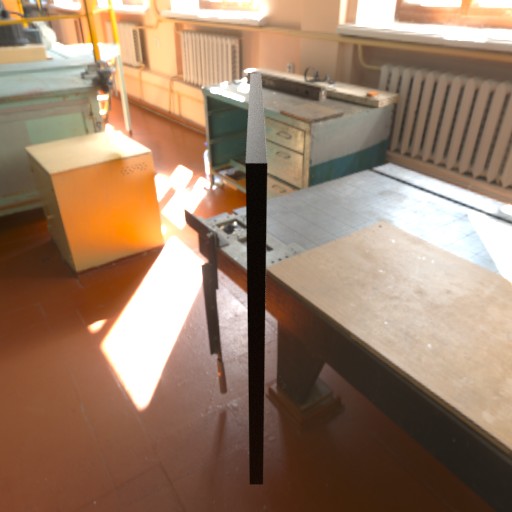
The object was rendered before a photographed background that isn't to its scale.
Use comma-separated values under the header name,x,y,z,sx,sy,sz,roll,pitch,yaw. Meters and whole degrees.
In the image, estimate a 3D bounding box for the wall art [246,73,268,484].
name,x,y,z,sx,sy,sz,roll,pitch,yaw
wall art,0.000,0.000,1.161,0.031,0.775,0.773,0,31,0
